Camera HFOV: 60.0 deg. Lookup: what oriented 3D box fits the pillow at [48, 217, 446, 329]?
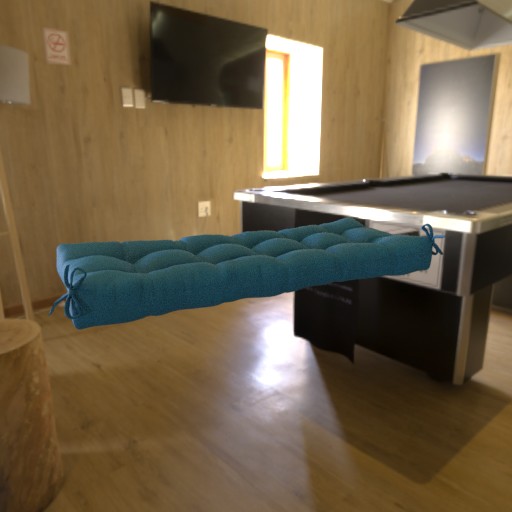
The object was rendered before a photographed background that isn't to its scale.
[{"bbox_3d":[0.000,0.000,1.374,1.194,0.174,0.511,-7,16,-26],"label":"pillow"}]
